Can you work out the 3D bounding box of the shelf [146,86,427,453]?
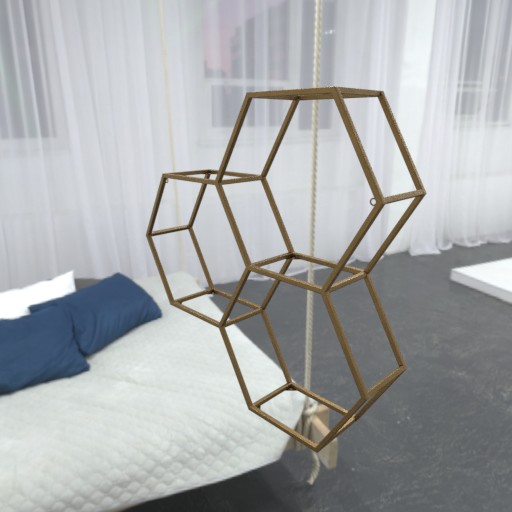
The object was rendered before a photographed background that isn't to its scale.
[{"bbox_3d":[0.000,0.000,1.026,0.150,0.701,0.708,-16,23,-42],"label":"shelf"}]
